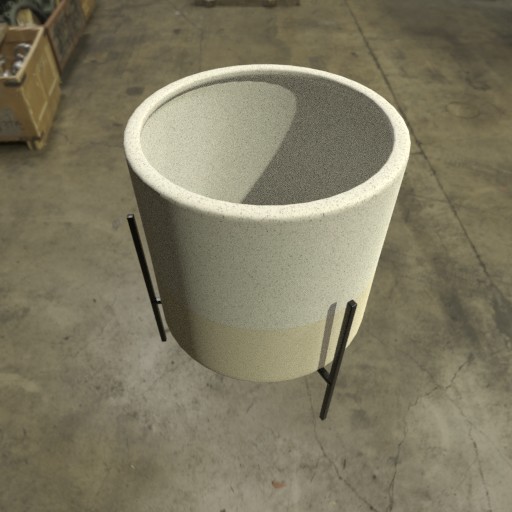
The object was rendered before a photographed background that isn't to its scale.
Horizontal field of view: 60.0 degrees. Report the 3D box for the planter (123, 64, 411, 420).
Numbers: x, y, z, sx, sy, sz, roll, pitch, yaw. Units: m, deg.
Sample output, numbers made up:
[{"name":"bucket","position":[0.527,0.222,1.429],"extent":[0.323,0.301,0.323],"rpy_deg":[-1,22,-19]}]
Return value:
[{"name":"planter","position":[0.000,0.000,0.638],"extent":[0.335,0.423,0.313],"rpy_deg":[-2,47,-2]}]
